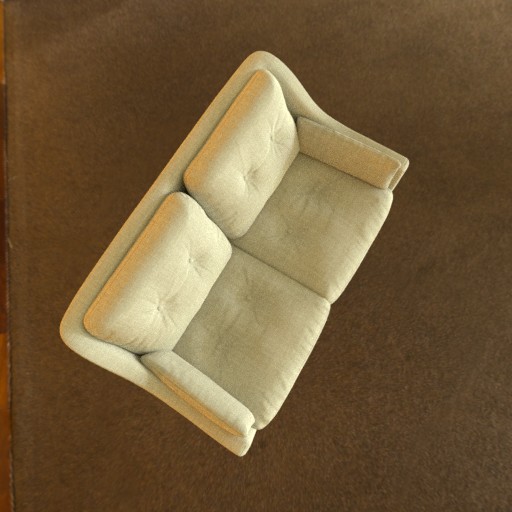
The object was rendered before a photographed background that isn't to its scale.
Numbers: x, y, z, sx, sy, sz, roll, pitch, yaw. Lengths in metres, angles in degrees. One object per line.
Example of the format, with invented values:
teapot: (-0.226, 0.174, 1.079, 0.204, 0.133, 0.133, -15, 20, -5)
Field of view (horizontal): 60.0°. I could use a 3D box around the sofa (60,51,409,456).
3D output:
sofa: (0.000, 0.000, 2.239, 0.965, 0.888, 1.652, 30, 77, 8)
